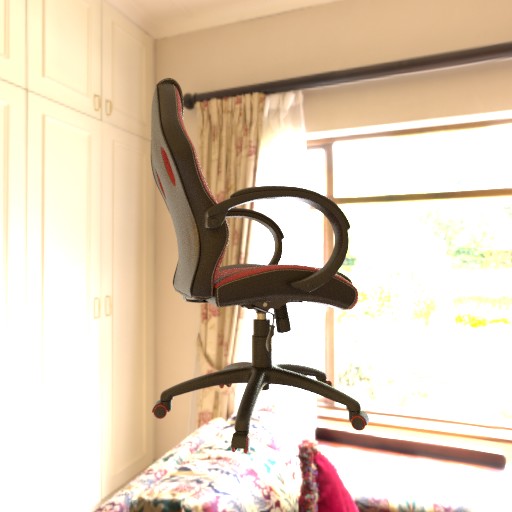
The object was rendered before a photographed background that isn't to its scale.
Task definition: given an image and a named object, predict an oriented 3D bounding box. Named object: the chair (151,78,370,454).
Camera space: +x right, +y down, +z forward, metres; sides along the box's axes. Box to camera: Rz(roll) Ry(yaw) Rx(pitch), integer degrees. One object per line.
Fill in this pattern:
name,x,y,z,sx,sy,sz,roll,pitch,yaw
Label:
chair,0.000,0.000,1.706,0.783,1.189,0.750,0,-1,-17
